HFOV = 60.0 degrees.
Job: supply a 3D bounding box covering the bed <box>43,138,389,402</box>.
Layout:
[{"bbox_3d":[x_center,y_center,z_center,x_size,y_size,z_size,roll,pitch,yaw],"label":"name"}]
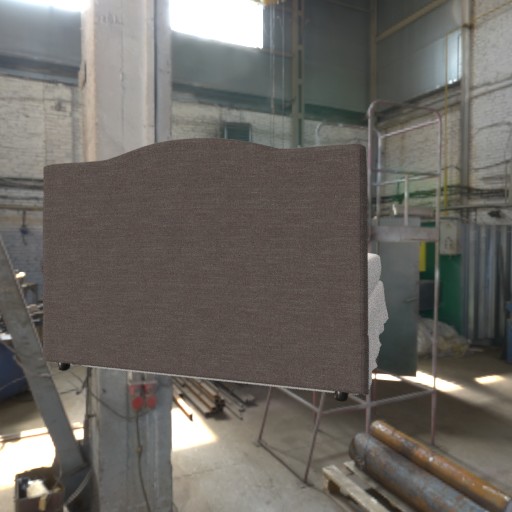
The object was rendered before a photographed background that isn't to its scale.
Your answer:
[{"bbox_3d":[0.000,0.000,3.860,2.161,1.457,2.689,1,2,18],"label":"bed"}]
